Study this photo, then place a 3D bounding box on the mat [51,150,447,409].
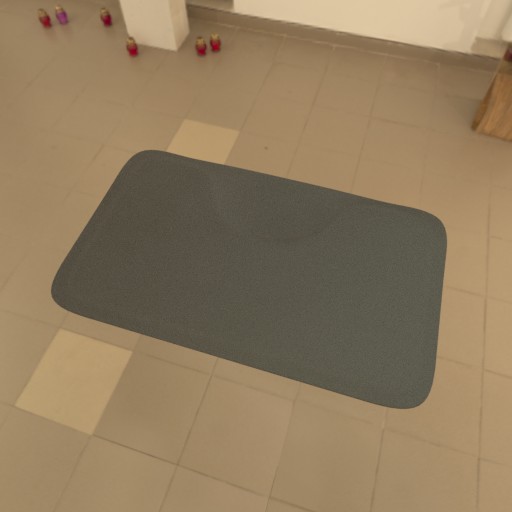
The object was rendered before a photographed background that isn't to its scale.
[{"bbox_3d":[0.000,0.000,1.857,1.524,0.013,0.918,15,59,9],"label":"mat"}]
